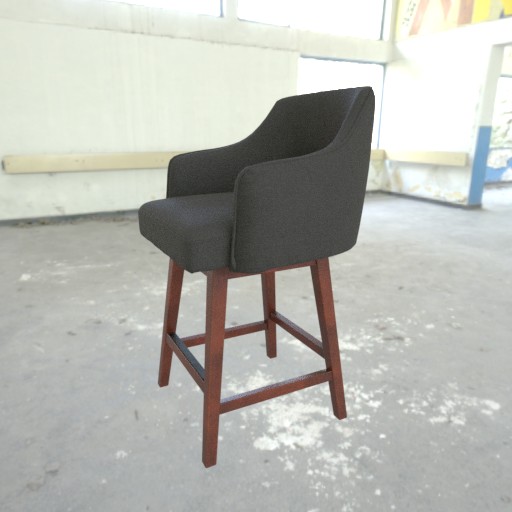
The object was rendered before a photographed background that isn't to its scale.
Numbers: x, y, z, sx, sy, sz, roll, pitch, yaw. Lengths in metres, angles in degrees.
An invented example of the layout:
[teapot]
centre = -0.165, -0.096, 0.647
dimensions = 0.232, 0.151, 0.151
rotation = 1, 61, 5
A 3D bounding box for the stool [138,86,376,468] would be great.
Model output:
[stool]
centre = 0.000, 0.000, 1.259
dimensions = 0.558, 0.912, 0.548
rotation = -8, 17, -27
